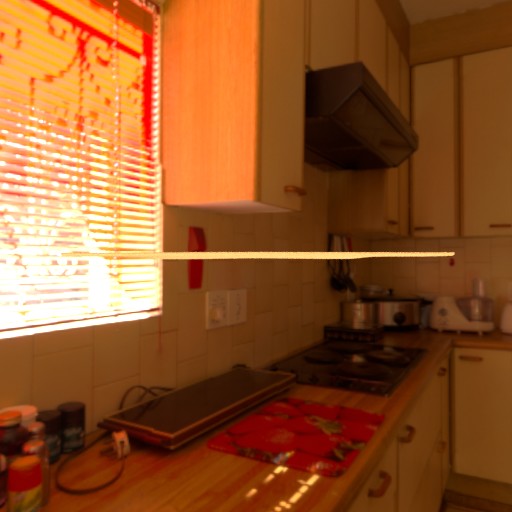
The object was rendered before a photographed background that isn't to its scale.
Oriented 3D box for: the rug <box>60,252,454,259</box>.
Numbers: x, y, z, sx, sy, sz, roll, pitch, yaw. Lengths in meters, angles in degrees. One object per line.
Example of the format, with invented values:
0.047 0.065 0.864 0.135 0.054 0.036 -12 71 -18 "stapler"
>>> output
0.000 0.000 4.309 2.434 0.045 3.202 0 -1 0 "rug"
